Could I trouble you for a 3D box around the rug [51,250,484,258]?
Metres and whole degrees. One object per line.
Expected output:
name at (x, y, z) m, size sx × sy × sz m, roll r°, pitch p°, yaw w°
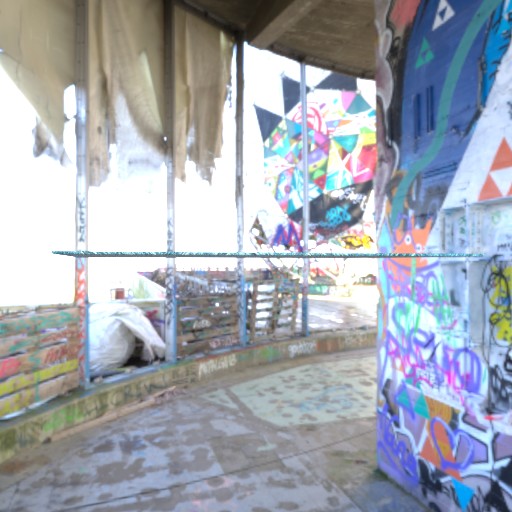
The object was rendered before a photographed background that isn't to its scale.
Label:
rug at (0.000, 0.000, 2.896) m, size 2.277 × 0.015 × 1.490 m, roll 0°, pitch -1°, yaw -18°
